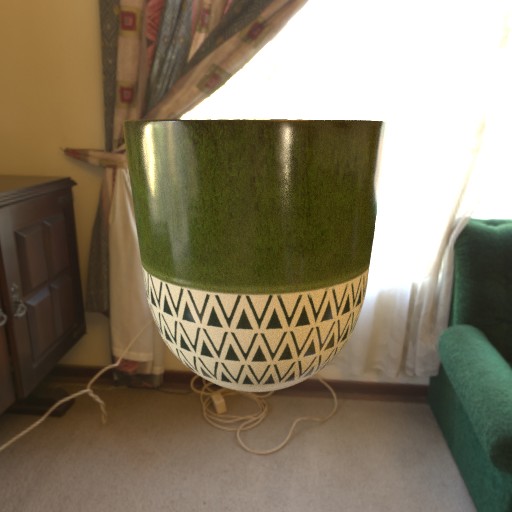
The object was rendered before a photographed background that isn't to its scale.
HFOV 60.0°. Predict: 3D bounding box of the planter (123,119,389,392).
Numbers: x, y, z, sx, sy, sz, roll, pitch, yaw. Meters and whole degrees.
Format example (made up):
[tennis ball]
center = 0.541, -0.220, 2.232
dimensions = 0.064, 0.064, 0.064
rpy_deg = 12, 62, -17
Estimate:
[planter]
center = 0.000, 0.000, 0.462
dimensions = 0.245, 0.270, 0.245
rpy_deg = 0, 16, 0
